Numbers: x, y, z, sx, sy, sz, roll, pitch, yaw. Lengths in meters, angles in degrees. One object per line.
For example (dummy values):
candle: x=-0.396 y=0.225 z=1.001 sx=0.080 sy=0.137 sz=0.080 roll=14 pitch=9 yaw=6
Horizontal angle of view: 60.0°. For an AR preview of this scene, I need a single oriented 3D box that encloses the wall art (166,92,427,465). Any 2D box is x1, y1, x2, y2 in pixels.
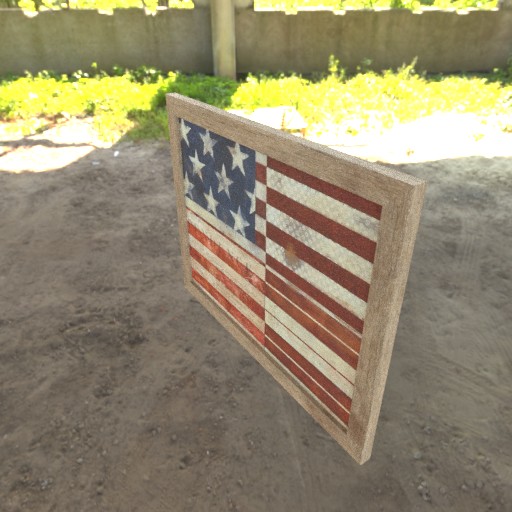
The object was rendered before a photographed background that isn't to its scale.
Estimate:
wall art: x=0.000 y=0.000 z=0.911 sx=0.026 sy=0.535 sz=0.690 roll=-20 pitch=36 yaw=-30
